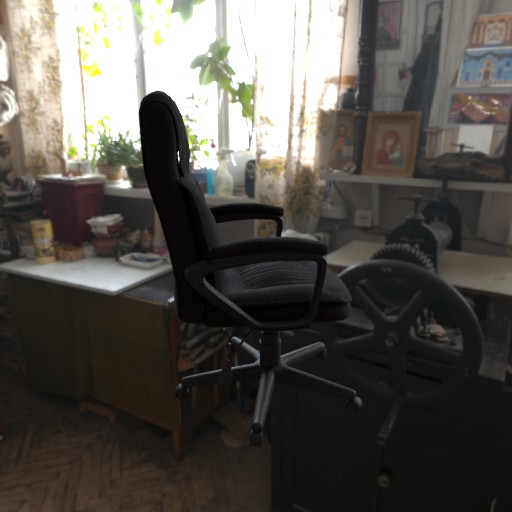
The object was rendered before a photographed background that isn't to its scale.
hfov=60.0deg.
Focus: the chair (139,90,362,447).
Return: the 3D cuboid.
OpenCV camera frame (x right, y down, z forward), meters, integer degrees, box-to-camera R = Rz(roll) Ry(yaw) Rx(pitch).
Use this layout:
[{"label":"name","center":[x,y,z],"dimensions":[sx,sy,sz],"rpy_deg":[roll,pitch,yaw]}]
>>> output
[{"label":"chair","center":[0.000,0.000,1.588],"dimensions":[0.724,1.105,0.667],"rpy_deg":[-3,17,-9]}]
